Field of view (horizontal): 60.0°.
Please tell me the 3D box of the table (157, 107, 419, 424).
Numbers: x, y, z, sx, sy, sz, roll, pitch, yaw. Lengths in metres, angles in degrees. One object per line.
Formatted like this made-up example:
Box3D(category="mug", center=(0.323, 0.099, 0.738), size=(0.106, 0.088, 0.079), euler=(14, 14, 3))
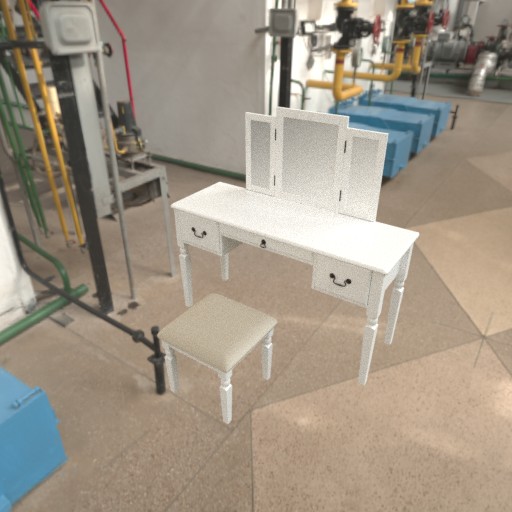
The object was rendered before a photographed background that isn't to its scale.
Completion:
Box3D(category="table", center=(0.000, 0.000, 2.361), size=(1.369, 1.310, 1.115), euler=(19, 35, 29))
